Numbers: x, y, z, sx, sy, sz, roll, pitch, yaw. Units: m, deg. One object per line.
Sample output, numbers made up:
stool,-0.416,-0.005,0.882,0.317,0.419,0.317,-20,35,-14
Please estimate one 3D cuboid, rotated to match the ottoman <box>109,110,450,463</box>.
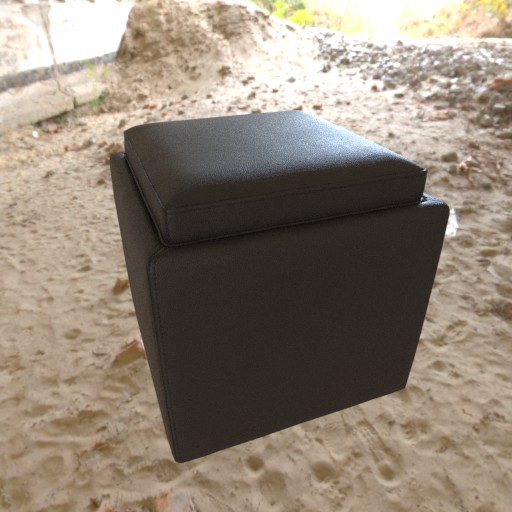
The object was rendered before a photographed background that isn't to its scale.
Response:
ottoman,0.000,0.000,0.820,0.450,0.460,0.451,-11,32,-18
